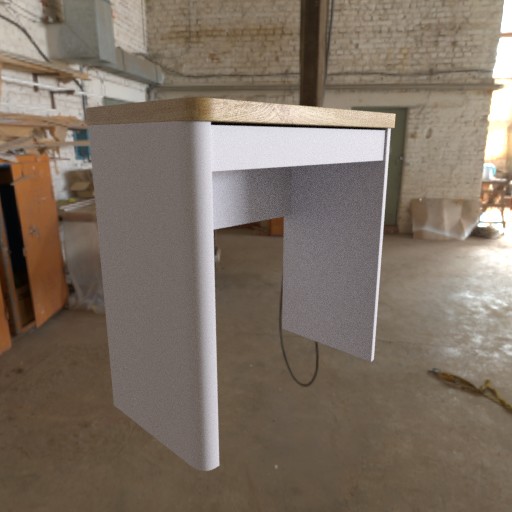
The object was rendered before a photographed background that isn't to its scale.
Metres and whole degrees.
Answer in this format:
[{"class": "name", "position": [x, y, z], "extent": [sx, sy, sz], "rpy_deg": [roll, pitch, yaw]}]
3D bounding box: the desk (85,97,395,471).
[{"class": "desk", "position": [0.000, 0.000, 1.273], "extent": [0.440, 0.790, 0.760], "rpy_deg": [14, 20, 42]}]
